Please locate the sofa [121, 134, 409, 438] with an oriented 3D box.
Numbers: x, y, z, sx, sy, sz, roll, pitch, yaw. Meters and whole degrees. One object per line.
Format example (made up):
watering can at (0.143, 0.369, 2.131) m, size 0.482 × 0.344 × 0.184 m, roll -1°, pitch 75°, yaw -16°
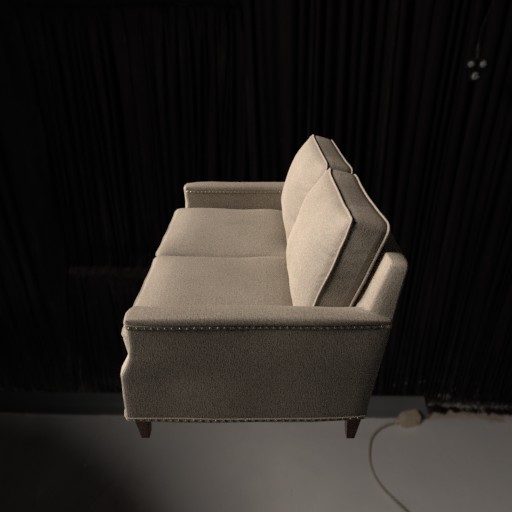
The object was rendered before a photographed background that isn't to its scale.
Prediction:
sofa at (0.000, 0.000, 2.343) m, size 1.084 × 1.003 × 1.597 m, roll 0°, pitch 28°, yaw 0°
